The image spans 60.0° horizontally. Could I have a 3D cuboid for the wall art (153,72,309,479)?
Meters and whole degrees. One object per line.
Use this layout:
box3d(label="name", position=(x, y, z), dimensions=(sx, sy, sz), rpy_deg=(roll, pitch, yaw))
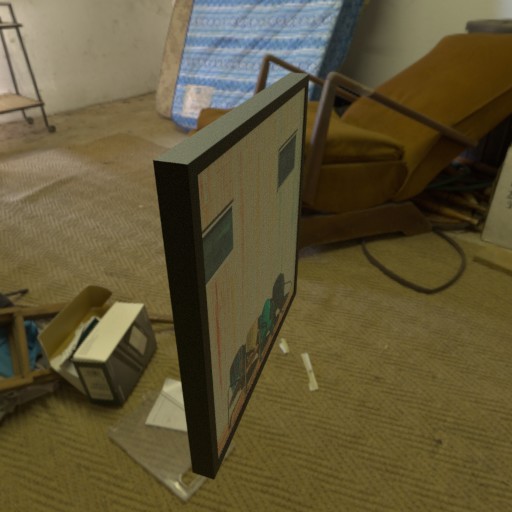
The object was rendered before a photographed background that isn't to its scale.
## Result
box3d(label="wall art", position=(0.000, 0.000, 0.757), dimensions=(0.037, 0.506, 0.506), rpy_deg=(10, 33, 16))
